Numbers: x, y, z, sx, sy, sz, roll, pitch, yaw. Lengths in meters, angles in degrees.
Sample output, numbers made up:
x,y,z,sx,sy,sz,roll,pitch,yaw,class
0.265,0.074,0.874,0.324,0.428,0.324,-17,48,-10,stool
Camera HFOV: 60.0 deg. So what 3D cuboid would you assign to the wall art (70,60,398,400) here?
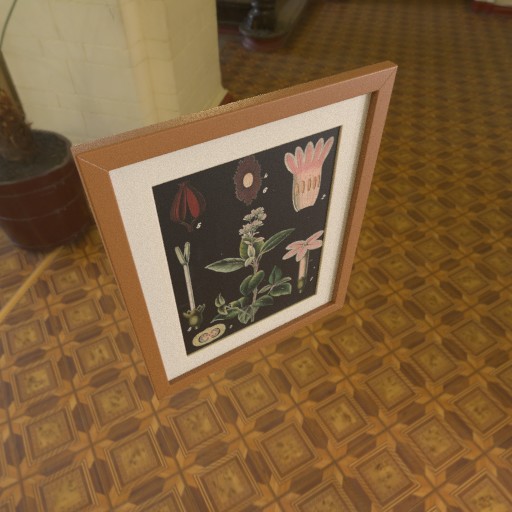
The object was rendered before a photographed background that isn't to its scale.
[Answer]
x,y,z,sx,sy,sz,roll,pitch,yaw,class
0.000,0.000,0.512,0.310,0.379,0.015,-23,50,-21,wall art
